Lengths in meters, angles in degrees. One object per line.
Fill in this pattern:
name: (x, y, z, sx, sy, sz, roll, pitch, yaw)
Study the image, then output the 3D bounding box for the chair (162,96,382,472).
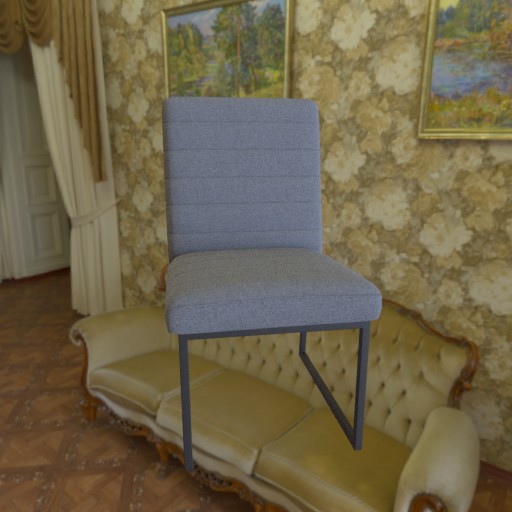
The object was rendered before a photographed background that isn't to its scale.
chair: (0.000, 0.000, 1.303, 0.520, 0.930, 0.634, -3, 14, -10)
